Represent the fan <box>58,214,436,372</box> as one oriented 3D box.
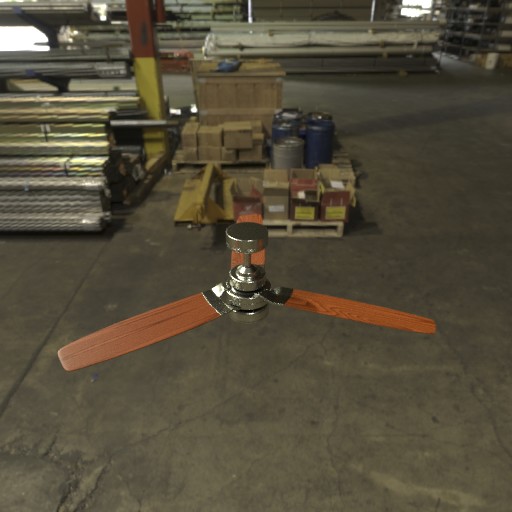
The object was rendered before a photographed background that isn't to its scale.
[{"bbox_3d":[0.000,0.000,2.030,1.416,0.410,1.271,0,30,0],"label":"fan"}]
